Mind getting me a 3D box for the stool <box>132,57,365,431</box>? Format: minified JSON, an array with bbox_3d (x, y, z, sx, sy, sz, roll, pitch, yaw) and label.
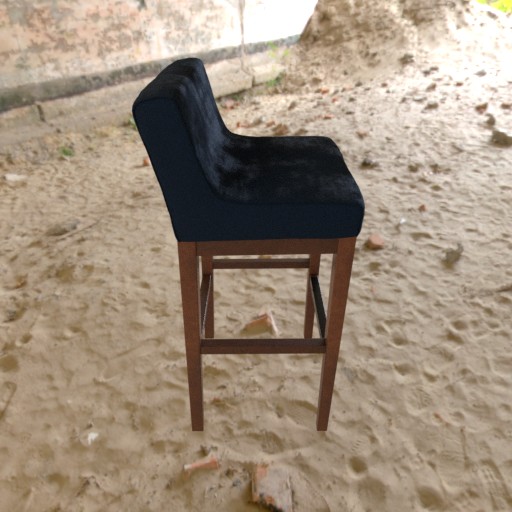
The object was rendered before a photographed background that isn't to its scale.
[{"bbox_3d":[0.000,0.000,1.327,0.500,1.037,0.511,0,32,0],"label":"stool"}]
